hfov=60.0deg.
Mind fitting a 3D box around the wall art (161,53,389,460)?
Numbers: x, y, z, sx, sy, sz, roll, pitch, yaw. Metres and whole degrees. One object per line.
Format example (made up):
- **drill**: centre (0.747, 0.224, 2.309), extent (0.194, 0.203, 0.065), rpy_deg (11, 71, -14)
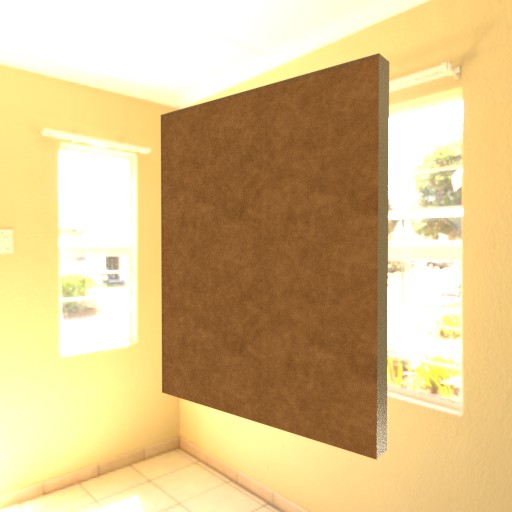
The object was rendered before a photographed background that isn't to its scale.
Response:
- **wall art**: centre (0.000, 0.000, 0.759), extent (0.453, 0.554, 0.037), rpy_deg (1, 2, 38)
